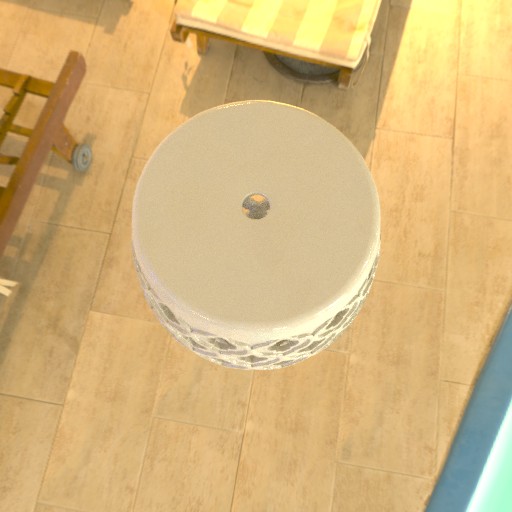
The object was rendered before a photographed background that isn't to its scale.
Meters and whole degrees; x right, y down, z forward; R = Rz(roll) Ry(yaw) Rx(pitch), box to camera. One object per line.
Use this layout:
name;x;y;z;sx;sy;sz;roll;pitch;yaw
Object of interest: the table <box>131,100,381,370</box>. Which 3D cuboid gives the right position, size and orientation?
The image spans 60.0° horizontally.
table;0.000;0.000;0.647;0.325;0.388;0.325;0;74;0
